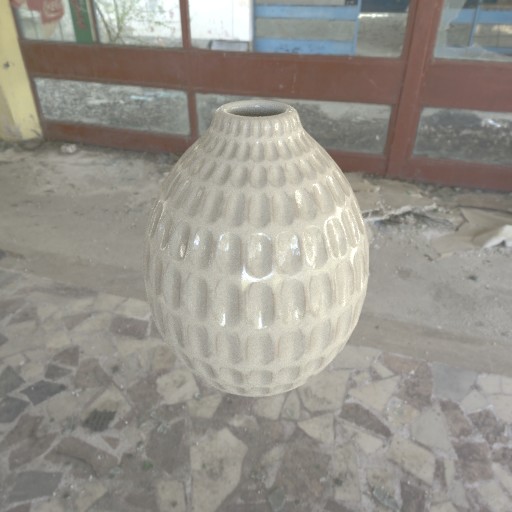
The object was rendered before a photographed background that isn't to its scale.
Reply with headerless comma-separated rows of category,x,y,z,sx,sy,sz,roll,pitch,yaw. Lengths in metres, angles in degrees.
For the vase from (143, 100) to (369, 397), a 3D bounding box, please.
vase,0.000,0.000,0.256,0.128,0.167,0.128,0,32,0
